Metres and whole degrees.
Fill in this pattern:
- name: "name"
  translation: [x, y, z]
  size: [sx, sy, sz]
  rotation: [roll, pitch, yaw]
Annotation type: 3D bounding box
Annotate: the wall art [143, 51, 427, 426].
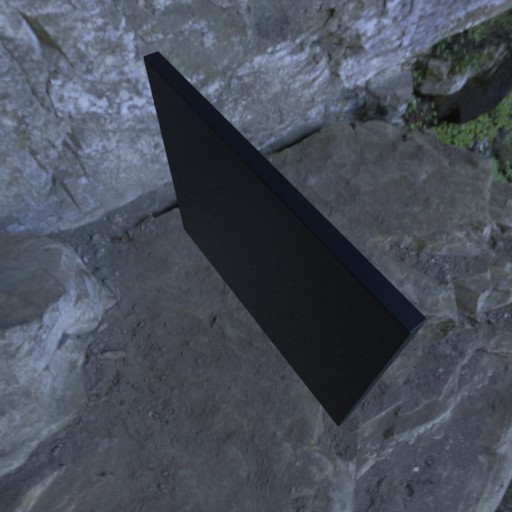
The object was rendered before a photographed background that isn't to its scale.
- name: "wall art"
  translation: [0.000, 0.000, 0.757]
  size: [0.031, 0.457, 0.558]
  rotation: [-32, 63, -18]
